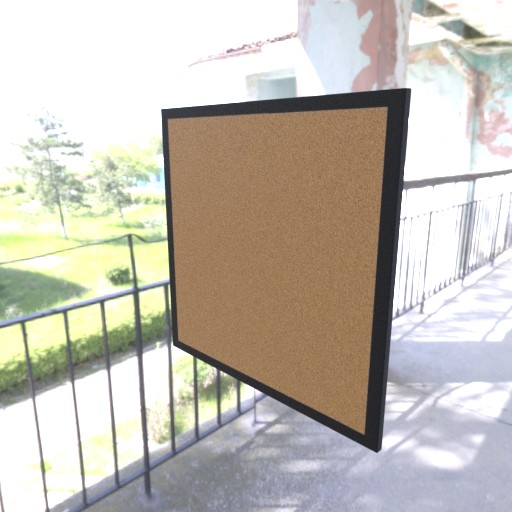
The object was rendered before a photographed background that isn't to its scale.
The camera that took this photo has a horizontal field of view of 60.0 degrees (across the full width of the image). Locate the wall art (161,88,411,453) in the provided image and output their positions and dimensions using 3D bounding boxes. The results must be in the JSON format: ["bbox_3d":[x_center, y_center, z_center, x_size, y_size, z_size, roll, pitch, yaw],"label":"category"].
[{"bbox_3d":[0.000,0.000,0.993,0.663,0.659,0.016,14,20,42],"label":"wall art"}]
